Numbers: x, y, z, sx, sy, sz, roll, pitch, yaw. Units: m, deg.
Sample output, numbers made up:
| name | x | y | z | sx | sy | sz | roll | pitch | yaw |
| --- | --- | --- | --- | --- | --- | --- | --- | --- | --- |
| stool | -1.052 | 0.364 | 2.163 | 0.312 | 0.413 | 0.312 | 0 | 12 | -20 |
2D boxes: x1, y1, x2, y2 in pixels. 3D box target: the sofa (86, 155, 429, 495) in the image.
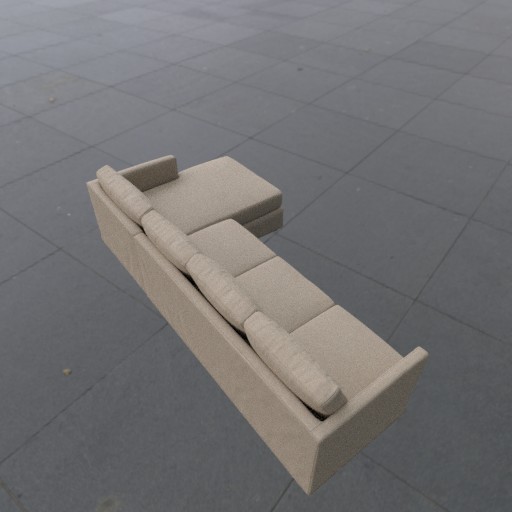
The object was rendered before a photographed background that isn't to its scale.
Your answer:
| name | x | y | z | sx | sy | sz | roll | pitch | yaw |
| --- | --- | --- | --- | --- | --- | --- | --- | --- | --- |
| sofa | 0.000 | 0.000 | 3.740 | 1.622 | 0.867 | 3.177 | -27 | 48 | -27 |
